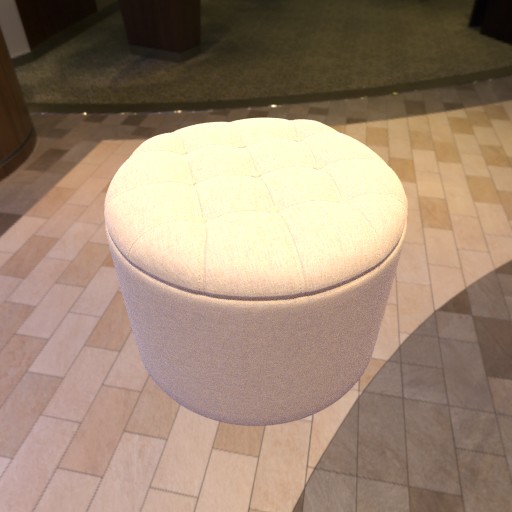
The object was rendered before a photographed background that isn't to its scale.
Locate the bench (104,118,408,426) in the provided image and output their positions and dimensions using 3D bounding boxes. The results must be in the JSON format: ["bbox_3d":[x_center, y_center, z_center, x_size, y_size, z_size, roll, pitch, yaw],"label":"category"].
[{"bbox_3d":[0.000,0.000,1.002,0.600,0.454,0.600,0,40,0],"label":"bench"}]
